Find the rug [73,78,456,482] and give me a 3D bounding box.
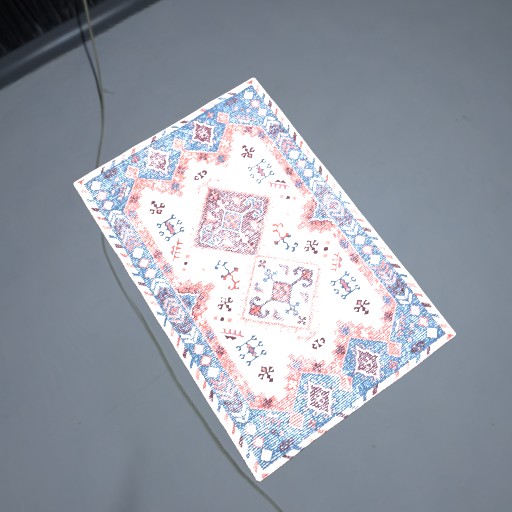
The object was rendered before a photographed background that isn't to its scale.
[{"bbox_3d":[0.000,0.000,2.356,1.225,0.015,1.840,-33,78,-8],"label":"rug"}]
